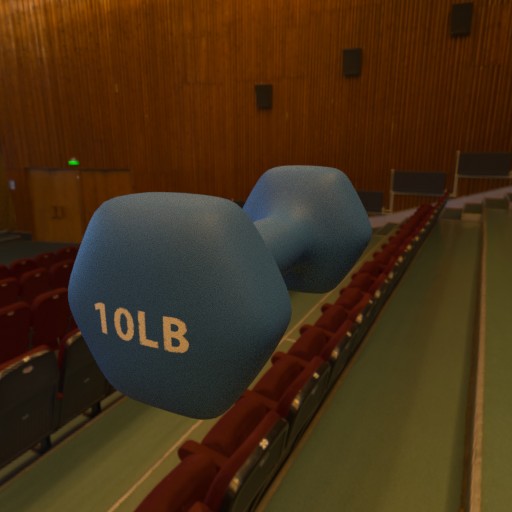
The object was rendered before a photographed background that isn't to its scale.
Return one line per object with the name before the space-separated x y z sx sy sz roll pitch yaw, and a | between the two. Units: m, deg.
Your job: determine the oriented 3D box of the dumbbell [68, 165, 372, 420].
dumbbell | 0.000 0.000 0.262 0.103 0.093 0.212 8 18 25
